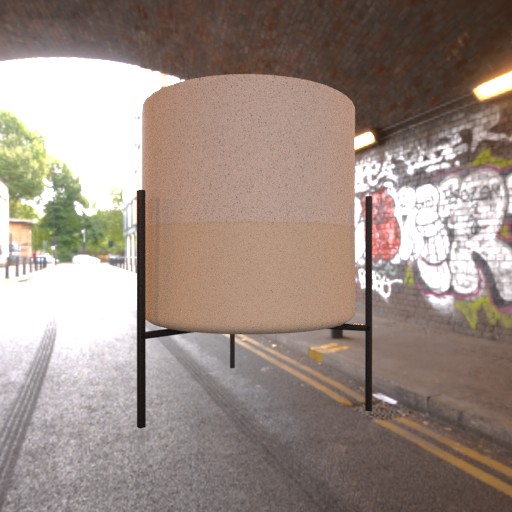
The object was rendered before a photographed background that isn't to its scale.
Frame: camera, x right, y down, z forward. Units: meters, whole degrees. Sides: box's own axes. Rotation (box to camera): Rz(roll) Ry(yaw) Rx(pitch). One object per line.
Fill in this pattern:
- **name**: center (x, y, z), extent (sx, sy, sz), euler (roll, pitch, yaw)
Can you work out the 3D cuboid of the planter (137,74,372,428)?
- **planter**: center (0.000, 0.000, 0.659), extent (0.335, 0.423, 0.313), euler (0, 0, 18)
